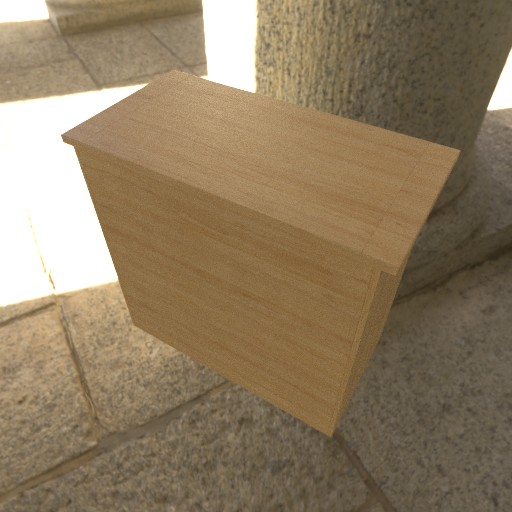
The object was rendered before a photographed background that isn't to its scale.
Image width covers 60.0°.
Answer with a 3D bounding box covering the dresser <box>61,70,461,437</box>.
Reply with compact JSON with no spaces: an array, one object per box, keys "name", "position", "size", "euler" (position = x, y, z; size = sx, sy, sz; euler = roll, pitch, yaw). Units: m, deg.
[{"name":"dresser","position":[0.000,0.000,1.253],"size":[0.800,0.730,0.410],"euler":[24,50,21]}]
